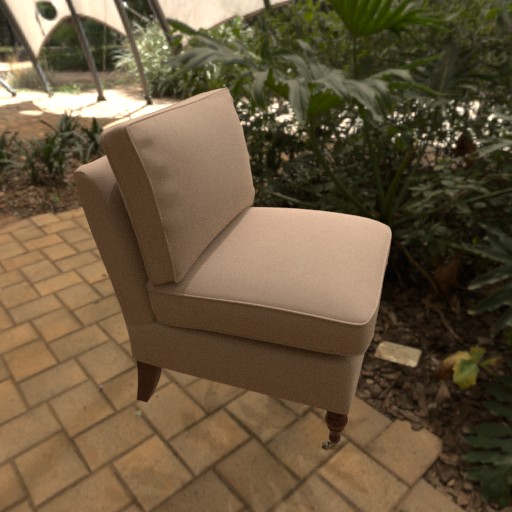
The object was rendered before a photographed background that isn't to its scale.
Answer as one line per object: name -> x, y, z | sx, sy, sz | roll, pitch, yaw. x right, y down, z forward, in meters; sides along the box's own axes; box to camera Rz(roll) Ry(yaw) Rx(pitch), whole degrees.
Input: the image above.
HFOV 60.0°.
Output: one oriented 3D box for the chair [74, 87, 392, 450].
chair -> 0.000, 0.000, 1.617 | 0.912, 1.052, 0.724 | 10, 30, 17
